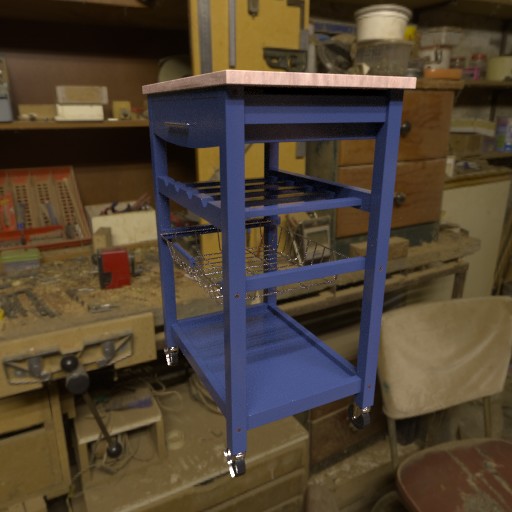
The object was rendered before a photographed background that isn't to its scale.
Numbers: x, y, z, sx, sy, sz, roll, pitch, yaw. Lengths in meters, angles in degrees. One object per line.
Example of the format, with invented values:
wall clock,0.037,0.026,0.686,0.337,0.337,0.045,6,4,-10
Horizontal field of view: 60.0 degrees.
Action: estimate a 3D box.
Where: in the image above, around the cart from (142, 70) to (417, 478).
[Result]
cart,0.000,0.000,1.150,0.403,0.839,0.584,-9,20,-25
